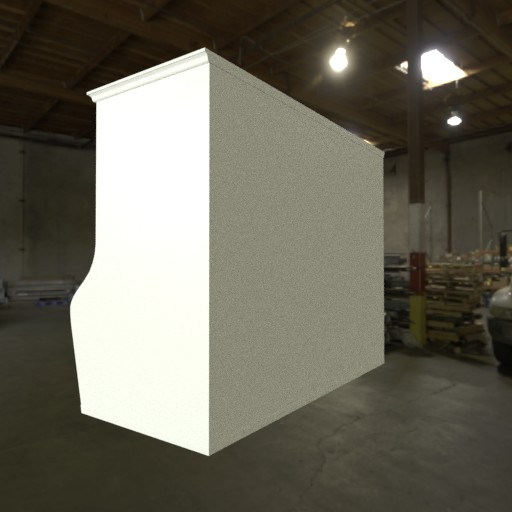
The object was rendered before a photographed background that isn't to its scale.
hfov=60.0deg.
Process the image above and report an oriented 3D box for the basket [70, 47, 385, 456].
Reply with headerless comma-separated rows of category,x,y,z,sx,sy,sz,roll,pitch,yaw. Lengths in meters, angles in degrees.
basket,0.000,0.000,1.105,0.376,0.625,0.792,-1,-1,36
